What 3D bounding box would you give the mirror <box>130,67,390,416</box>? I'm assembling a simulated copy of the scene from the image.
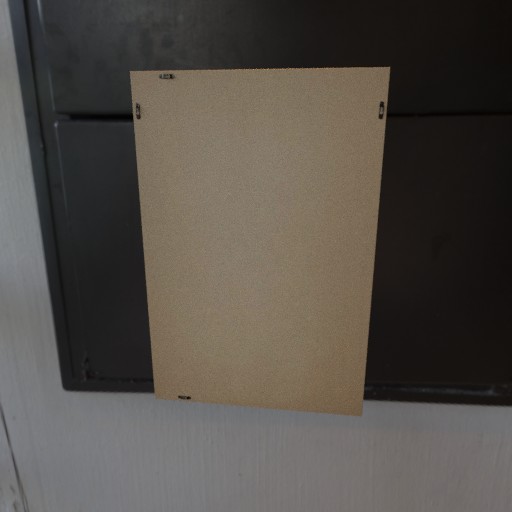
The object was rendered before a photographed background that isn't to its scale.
[{"bbox_3d":[0.000,0.000,1.176,0.609,0.915,0.040,2,17,8],"label":"mirror"}]
